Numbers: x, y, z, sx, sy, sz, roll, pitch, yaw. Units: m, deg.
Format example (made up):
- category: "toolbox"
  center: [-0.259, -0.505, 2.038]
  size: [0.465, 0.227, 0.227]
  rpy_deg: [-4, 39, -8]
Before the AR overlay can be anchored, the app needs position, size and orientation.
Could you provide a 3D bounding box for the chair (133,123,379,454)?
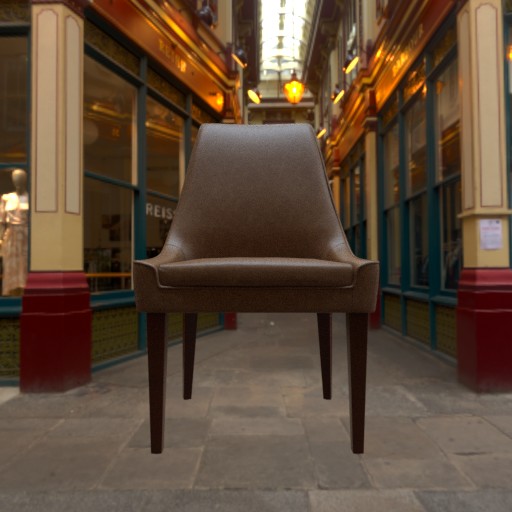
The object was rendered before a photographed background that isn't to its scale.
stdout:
- category: "chair"
  center: [0.000, 0.000, 1.194]
  size: [0.529, 0.861, 0.544]
  rpy_deg: [0, -1, 0]
